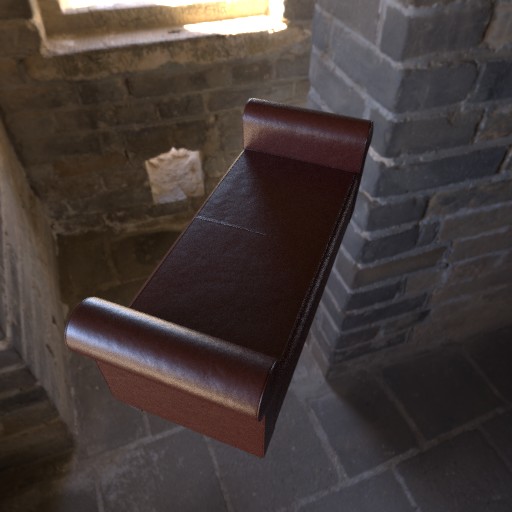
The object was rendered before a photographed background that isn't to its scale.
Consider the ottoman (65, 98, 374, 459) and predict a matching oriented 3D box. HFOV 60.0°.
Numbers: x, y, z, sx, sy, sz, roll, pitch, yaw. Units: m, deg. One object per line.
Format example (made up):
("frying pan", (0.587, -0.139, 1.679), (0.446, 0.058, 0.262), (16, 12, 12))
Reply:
("ottoman", (0.000, 0.000, 1.564), (0.521, 0.547, 1.256), (16, 48, 14))
